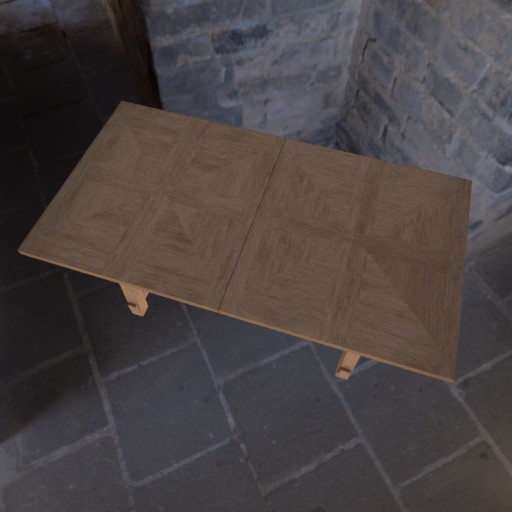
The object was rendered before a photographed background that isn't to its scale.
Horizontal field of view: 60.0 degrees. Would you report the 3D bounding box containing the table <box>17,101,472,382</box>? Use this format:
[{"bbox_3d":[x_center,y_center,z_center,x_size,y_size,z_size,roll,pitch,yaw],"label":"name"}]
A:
[{"bbox_3d":[0.000,0.000,2.380,1.881,0.768,1.016,15,60,9],"label":"table"}]
